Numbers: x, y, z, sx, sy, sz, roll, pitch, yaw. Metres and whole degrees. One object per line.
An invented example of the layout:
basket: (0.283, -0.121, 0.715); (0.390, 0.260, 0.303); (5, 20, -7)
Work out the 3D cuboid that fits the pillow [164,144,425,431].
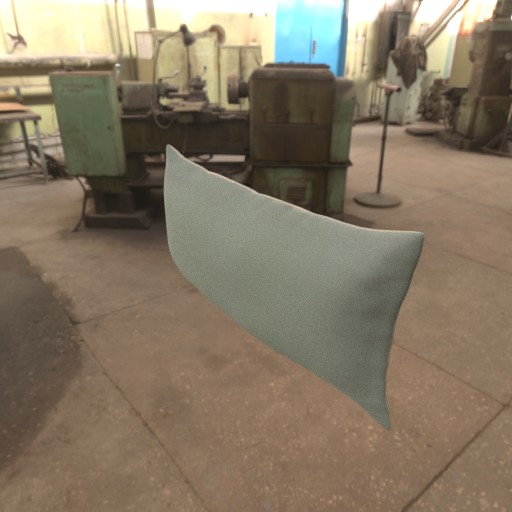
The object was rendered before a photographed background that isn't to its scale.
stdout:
pillow: (0.000, 0.000, 0.753); (0.151, 0.287, 0.610); (-18, 31, -32)
